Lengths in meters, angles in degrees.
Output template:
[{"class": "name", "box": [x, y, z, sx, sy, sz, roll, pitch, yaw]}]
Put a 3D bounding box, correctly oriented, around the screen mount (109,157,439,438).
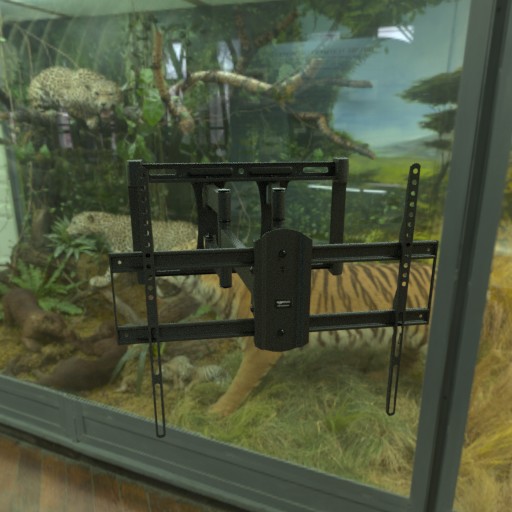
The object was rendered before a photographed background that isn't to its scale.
[{"class": "screen mount", "box": [0.000, 0.000, 0.931, 0.571, 0.424, 0.556, -2, 17, -8]}]
